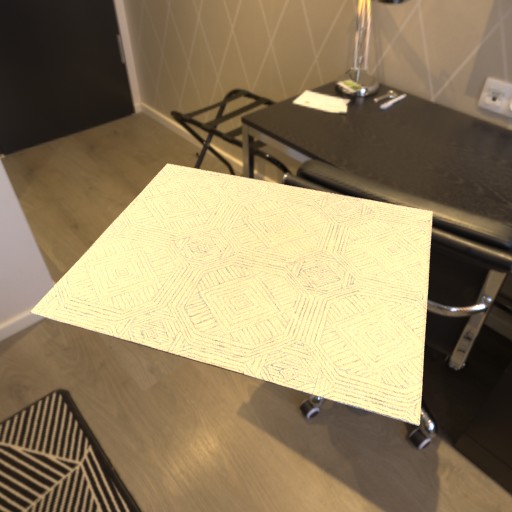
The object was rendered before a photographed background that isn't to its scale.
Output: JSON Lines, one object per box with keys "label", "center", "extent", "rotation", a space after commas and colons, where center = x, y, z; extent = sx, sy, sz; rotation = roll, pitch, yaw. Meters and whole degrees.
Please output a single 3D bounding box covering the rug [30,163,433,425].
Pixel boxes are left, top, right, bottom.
{"label": "rug", "center": [0.000, 0.000, 4.094], "extent": [3.049, 0.015, 2.457], "rotation": [13, 44, 13]}
